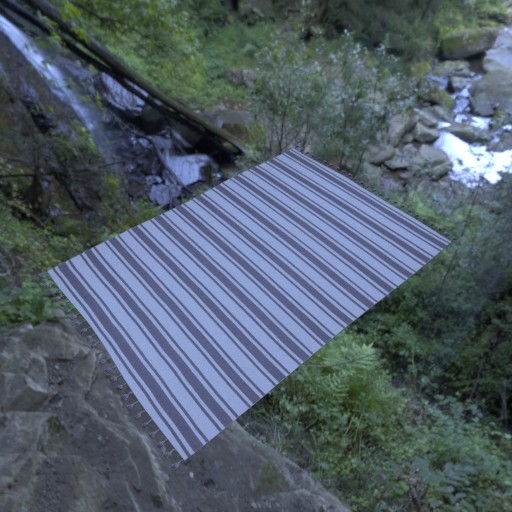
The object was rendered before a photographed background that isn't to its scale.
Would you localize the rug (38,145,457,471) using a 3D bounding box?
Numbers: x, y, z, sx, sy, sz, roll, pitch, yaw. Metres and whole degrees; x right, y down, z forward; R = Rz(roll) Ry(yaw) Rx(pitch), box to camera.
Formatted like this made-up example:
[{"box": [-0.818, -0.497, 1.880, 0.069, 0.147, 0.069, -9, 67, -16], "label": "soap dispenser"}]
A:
[{"box": [0.000, 0.000, 3.804, 3.040, 0.017, 2.030, -32, 54, -27], "label": "rug"}]
